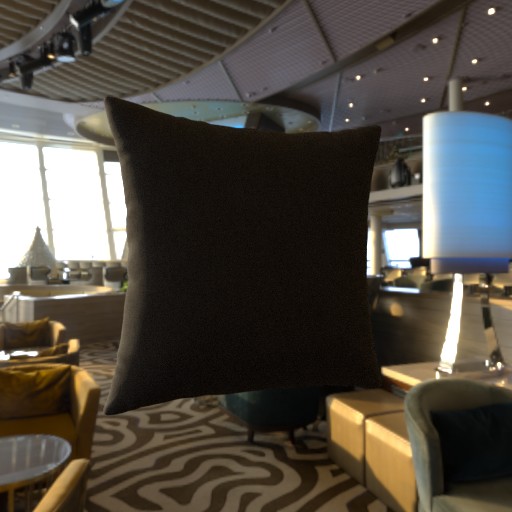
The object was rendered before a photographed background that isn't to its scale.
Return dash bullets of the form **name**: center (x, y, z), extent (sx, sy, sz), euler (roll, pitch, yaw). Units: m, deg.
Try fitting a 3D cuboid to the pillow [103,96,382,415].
- **pillow**: center (0.000, 0.000, 0.783), extent (0.511, 0.509, 0.161), euler (0, -1, -18)
